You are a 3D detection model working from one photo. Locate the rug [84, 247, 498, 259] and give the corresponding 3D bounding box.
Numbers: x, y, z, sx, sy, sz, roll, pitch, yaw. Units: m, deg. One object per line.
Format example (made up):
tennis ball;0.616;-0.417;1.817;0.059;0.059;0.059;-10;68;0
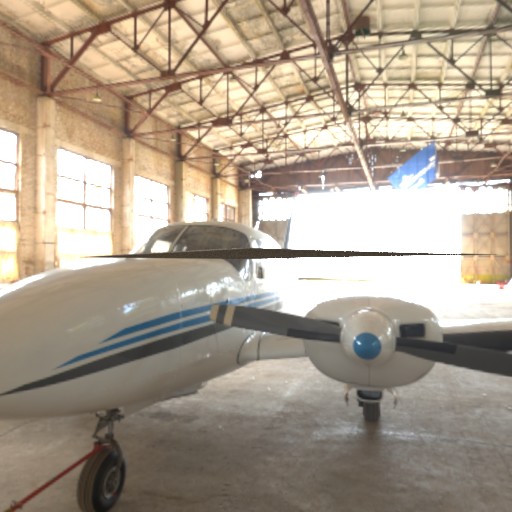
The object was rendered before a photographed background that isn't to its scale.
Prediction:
rug;0.000;0.000;2.080;1.190;0.003;1.634;1;-1;-35
